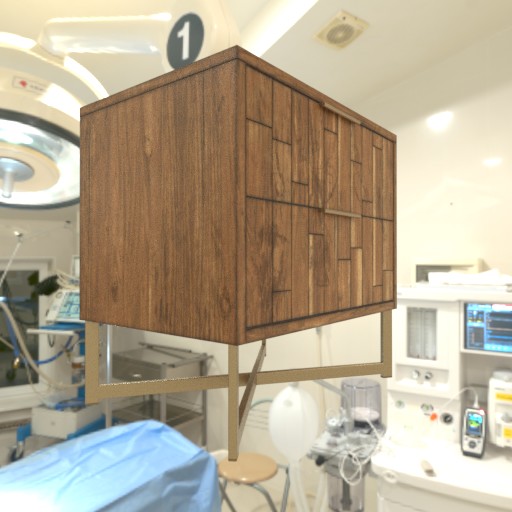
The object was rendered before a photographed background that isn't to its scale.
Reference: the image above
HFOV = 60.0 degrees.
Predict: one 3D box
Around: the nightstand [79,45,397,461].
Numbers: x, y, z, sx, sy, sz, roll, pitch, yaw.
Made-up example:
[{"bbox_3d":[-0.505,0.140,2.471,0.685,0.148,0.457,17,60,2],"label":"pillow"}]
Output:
[{"bbox_3d":[0.000,0.000,1.010,0.446,0.610,0.610,0,0,39],"label":"nightstand"}]
